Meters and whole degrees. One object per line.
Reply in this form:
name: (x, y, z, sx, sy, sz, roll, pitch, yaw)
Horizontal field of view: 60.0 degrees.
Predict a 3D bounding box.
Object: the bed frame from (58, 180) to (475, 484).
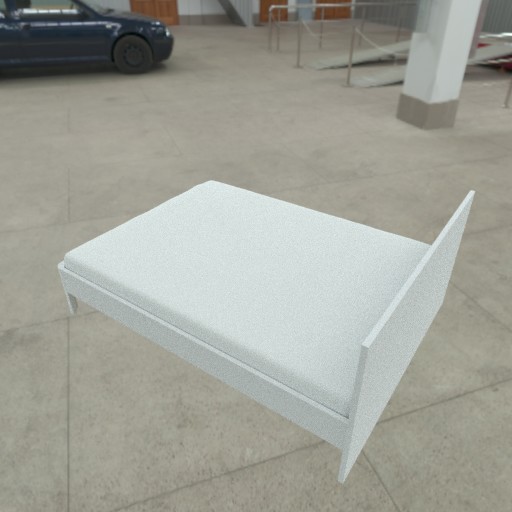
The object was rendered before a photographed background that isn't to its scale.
bed frame: (0.000, 0.000, 2.655, 1.950, 0.800, 1.490, 21, 38, 29)
